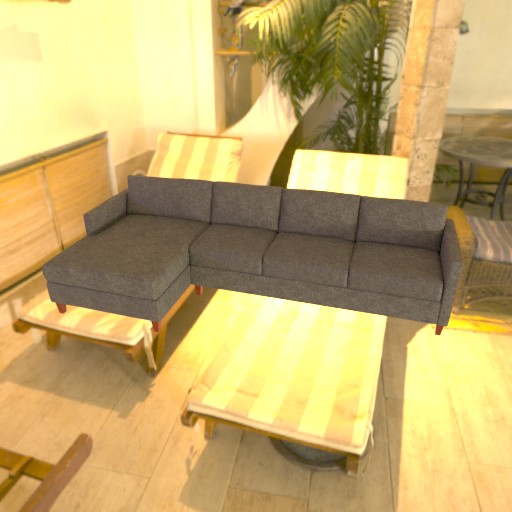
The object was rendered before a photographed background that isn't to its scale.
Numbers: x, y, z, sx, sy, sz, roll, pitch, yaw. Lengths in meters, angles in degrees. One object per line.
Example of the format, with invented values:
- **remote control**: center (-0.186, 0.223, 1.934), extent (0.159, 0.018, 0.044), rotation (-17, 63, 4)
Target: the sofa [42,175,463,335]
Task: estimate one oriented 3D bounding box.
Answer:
- **sofa**: center (0.000, 0.000, 4.111), extent (3.471, 0.954, 1.606), rotation (8, 29, 15)
